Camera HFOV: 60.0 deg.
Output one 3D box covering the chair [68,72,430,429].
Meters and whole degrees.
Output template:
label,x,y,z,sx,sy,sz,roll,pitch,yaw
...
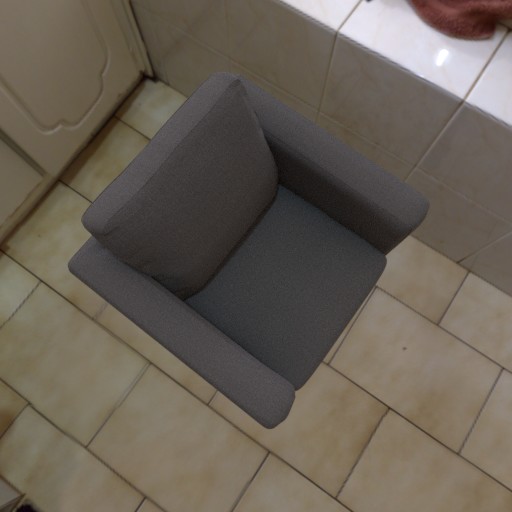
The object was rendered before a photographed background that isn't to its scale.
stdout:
label,x,y,z,sx,sy,sz,roll,pitch,yaw
chair,0.000,0.000,1.562,0.800,0.927,0.854,36,78,9
